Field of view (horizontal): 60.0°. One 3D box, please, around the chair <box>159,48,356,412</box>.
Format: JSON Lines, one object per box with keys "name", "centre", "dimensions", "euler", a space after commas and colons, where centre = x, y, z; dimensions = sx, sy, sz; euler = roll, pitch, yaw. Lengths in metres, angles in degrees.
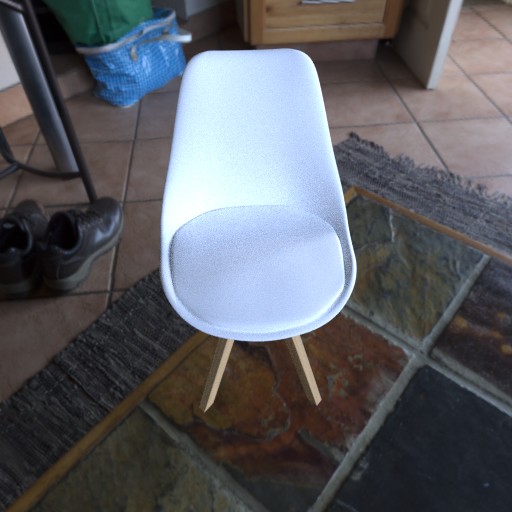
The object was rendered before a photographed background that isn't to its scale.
{"name": "chair", "centre": [0.000, 0.000, 1.160], "dimensions": [0.485, 0.849, 0.550], "euler": [-3, 47, -3]}
